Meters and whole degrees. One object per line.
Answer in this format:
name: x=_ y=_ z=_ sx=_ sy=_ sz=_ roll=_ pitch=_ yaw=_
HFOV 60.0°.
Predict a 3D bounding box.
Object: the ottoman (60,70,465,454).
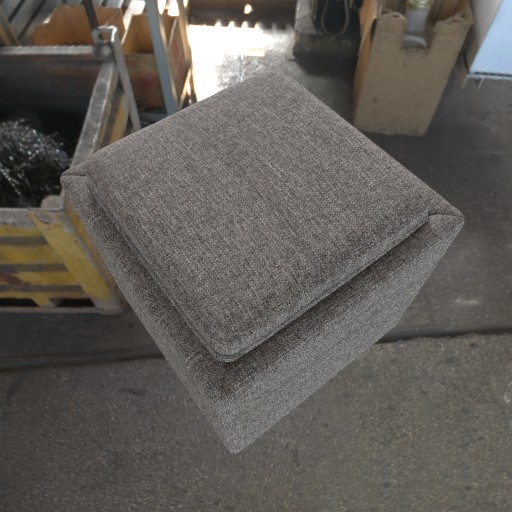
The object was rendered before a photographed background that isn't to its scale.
ottoman: x=0.000 y=0.000 z=0.814 sx=0.450 sy=0.460 sz=0.450 roll=-33 pitch=64 yaw=-19
